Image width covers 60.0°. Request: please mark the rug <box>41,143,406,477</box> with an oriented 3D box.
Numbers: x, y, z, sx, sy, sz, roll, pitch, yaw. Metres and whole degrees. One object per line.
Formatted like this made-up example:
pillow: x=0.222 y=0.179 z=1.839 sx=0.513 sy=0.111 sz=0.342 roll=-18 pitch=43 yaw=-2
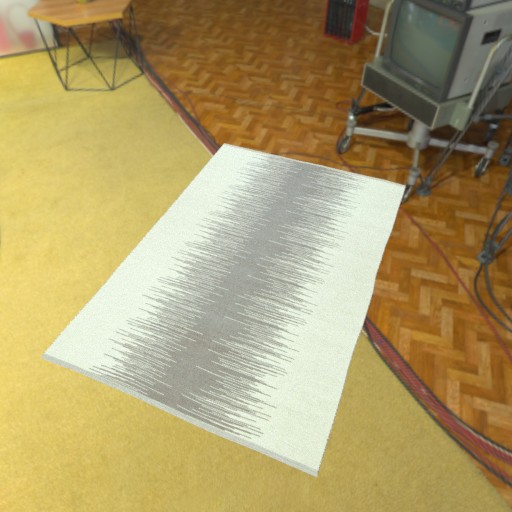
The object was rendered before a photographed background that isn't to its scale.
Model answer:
rug: x=0.000 y=0.000 z=2.293 sx=1.226 sy=0.007 sz=1.815 roll=17 pitch=49 yaw=16
